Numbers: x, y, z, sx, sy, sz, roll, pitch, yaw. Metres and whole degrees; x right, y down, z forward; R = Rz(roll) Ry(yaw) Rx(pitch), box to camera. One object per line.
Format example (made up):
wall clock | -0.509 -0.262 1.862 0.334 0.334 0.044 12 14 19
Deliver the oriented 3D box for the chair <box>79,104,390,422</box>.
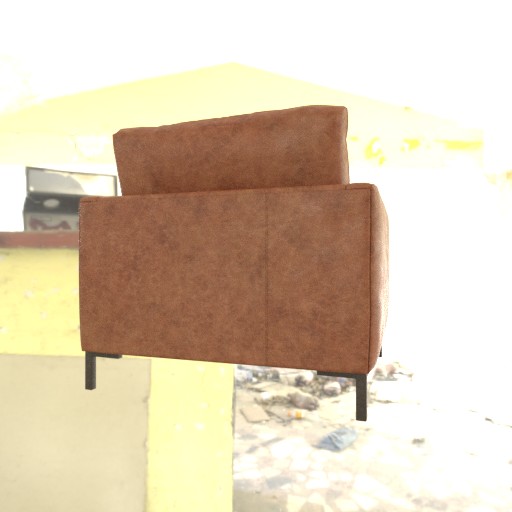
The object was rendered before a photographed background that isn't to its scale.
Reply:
chair | 0.000 0.000 1.688 0.967 0.869 0.862 0 0 19
